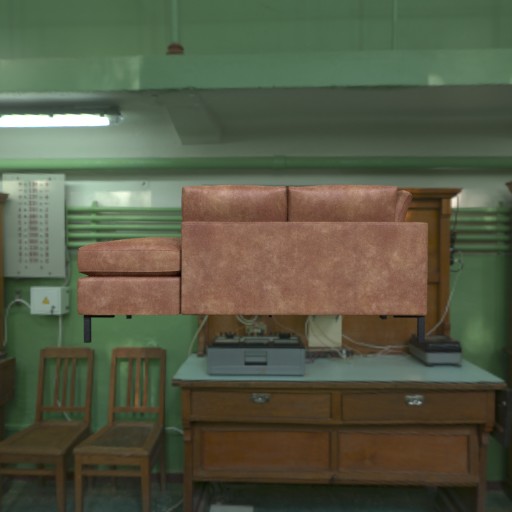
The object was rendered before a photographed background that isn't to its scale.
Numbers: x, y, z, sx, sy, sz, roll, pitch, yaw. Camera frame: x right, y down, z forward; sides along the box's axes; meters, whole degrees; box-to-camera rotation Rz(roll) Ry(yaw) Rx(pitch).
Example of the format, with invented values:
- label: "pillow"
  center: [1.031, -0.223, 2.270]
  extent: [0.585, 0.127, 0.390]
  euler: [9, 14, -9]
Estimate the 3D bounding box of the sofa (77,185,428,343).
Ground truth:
- label: "sofa"
  center: [0.000, 0.000, 3.876]
  extent: [1.938, 0.877, 2.984]
  euler: [0, 2, 1]
